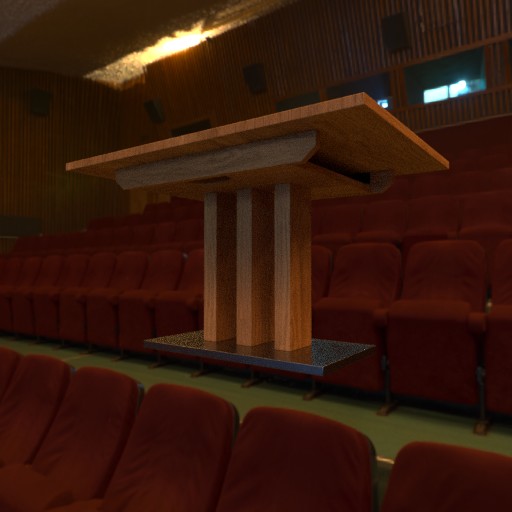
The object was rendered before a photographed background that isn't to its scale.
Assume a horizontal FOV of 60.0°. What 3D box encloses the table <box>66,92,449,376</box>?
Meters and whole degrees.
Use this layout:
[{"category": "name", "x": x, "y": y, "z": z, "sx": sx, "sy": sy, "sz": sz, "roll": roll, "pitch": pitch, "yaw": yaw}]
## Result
[{"category": "table", "x": 0.000, "y": 0.000, "z": 1.821, "sx": 1.300, "sy": 0.770, "sz": 0.900, "roll": -1, "pitch": -2, "yaw": 36}]
